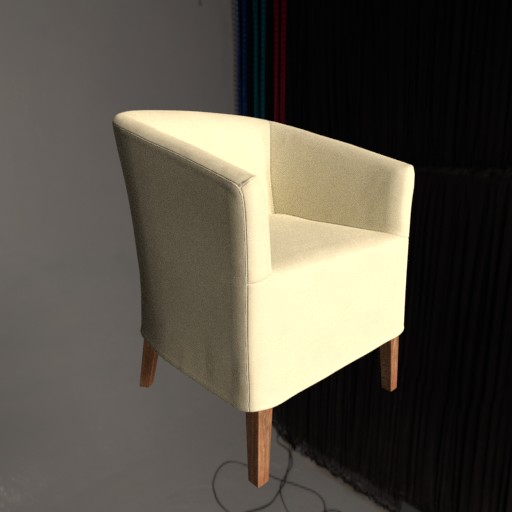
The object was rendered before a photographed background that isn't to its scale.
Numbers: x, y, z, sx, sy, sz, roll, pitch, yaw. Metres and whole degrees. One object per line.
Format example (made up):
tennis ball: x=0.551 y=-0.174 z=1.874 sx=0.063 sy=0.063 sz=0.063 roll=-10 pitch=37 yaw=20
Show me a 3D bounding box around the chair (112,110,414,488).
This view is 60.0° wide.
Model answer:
chair: x=0.000 y=0.000 z=1.278 sx=0.643 sy=0.822 sz=0.657 roll=-13 pitch=20 yaw=-42
